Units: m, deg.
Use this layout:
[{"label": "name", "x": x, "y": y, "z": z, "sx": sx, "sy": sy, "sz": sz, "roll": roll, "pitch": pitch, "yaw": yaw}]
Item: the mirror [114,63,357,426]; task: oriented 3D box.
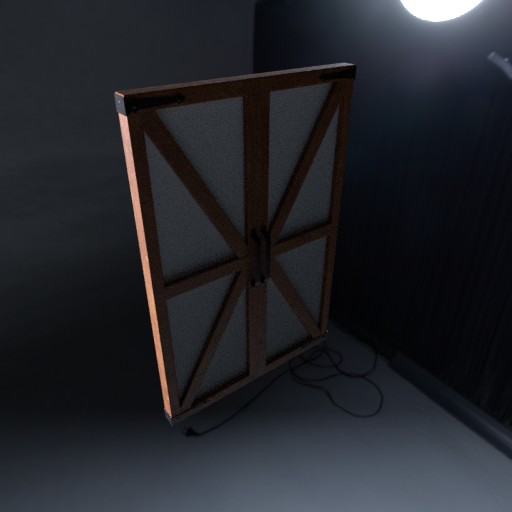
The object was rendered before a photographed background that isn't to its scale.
[{"label": "mirror", "x": 0.000, "y": 0.000, "z": 1.002, "sx": 0.517, "sy": 0.761, "sz": 0.053, "roll": -21, "pitch": 37, "yaw": -31}]
